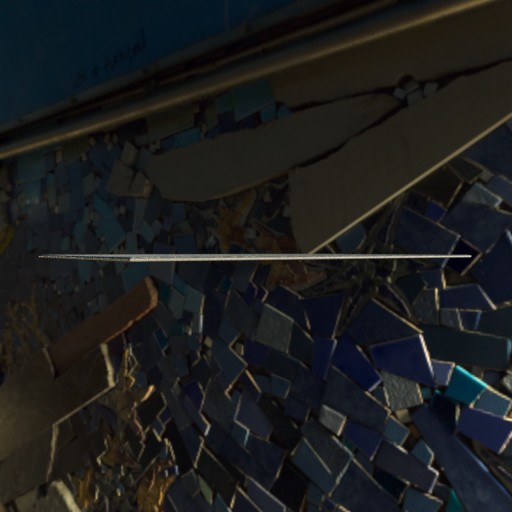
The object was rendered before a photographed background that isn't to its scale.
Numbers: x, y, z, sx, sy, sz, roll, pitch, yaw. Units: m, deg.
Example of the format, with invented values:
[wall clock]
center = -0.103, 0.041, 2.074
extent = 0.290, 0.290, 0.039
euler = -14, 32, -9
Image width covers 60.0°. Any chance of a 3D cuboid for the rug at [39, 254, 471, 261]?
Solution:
[rug]
center = 0.000, 0.000, 2.776
extent = 2.206, 0.014, 1.578
euler = 0, 1, -36
